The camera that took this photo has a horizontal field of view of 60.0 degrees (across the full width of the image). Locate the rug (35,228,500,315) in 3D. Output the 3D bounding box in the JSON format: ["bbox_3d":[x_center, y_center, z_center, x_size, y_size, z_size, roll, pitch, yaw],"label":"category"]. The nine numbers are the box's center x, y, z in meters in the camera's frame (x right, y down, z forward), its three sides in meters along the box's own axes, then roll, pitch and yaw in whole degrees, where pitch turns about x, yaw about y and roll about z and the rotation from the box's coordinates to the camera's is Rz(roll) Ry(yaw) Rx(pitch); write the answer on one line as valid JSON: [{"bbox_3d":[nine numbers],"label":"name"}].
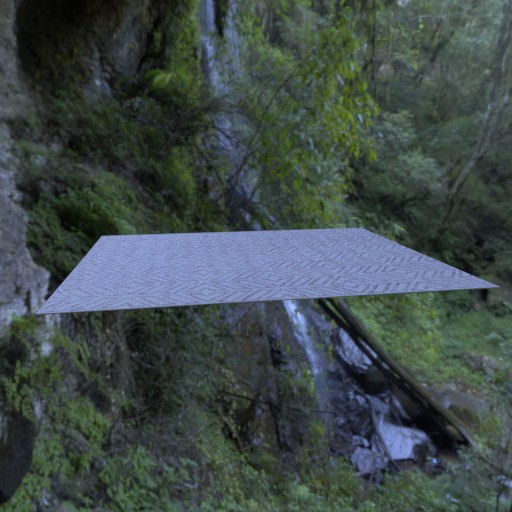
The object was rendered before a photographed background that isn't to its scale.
[{"bbox_3d":[0.000,0.000,3.999,3.045,0.008,2.421,-2,14,-10],"label":"rug"}]
